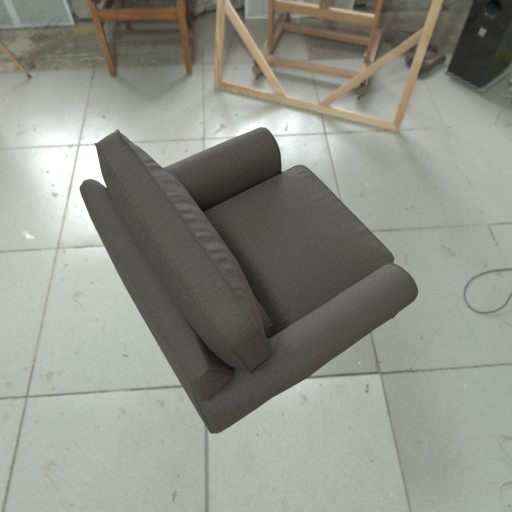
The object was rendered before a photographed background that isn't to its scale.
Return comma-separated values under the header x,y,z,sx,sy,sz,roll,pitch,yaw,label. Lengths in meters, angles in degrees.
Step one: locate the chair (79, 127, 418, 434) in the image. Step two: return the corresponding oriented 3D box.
x,y,z,sx,sy,sz,roll,pitch,yaw,label
0.000,0.000,1.745,0.966,0.967,1.029,-29,62,-17,chair
